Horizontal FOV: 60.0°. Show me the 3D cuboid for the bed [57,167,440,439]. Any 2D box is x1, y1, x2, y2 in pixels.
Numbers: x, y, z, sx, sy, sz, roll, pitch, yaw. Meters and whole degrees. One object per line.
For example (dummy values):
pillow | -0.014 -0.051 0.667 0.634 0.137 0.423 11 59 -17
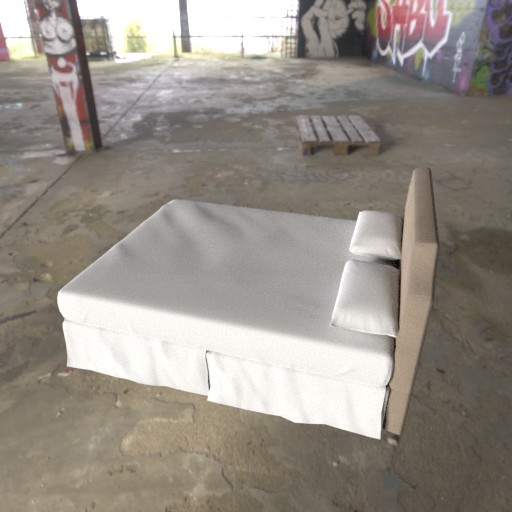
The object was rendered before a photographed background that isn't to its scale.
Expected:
bed | 0.000 0.000 3.570 2.498 1.293 1.977 9 30 15
